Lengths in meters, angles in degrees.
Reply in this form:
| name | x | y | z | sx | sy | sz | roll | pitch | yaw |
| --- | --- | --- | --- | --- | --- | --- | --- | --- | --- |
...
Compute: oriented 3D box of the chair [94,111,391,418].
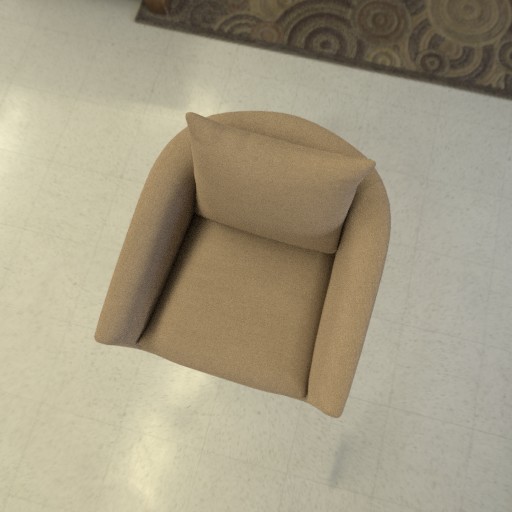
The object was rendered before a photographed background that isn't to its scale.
| name | x | y | z | sx | sy | sz | roll | pitch | yaw |
| --- | --- | --- | --- | --- | --- | --- | --- | --- | --- |
| chair | 0.000 | 0.000 | 1.636 | 0.845 | 0.848 | 0.910 | 17 | 77 | 4 |
